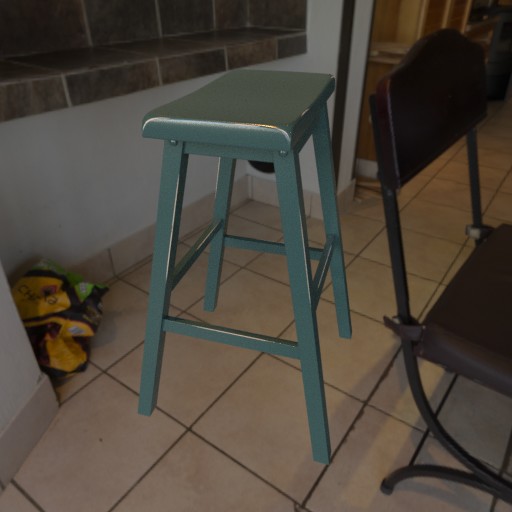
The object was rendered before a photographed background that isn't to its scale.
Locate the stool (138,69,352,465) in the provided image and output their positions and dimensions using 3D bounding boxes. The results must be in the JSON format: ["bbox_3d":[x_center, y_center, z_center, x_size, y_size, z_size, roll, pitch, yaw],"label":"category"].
[{"bbox_3d":[0.000,0.000,1.033,0.476,0.737,0.457,9,33,14],"label":"stool"}]
